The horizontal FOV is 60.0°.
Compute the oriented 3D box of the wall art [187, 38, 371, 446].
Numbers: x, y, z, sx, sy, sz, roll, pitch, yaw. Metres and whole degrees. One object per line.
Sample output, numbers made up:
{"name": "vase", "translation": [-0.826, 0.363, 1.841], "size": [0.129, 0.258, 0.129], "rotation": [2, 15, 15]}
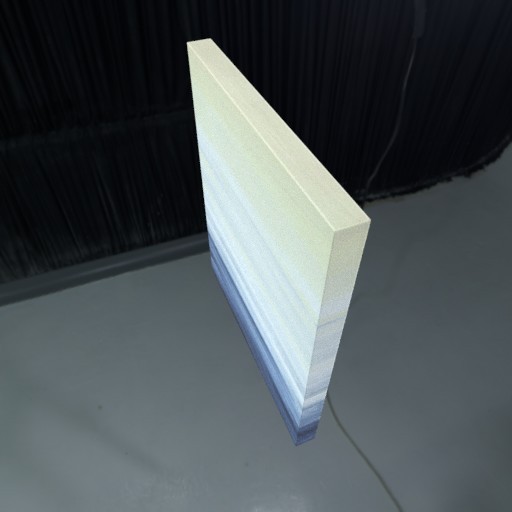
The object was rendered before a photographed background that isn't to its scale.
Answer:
{"name": "wall art", "translation": [0.000, 0.000, 0.710], "size": [0.037, 0.511, 0.435], "rotation": [-17, 50, -15]}
